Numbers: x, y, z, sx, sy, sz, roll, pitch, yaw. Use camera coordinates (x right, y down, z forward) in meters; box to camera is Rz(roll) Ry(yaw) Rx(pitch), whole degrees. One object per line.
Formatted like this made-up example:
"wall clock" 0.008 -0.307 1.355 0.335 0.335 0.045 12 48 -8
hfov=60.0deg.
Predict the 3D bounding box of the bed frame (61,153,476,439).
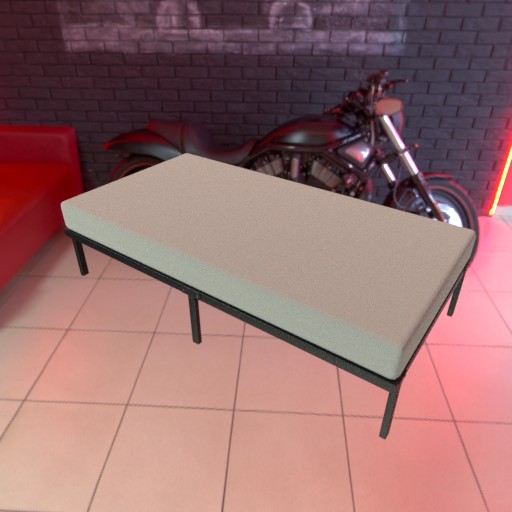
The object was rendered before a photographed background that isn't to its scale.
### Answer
"bed frame" 0.000 0.000 3.261 2.635 0.680 1.393 21 38 30
